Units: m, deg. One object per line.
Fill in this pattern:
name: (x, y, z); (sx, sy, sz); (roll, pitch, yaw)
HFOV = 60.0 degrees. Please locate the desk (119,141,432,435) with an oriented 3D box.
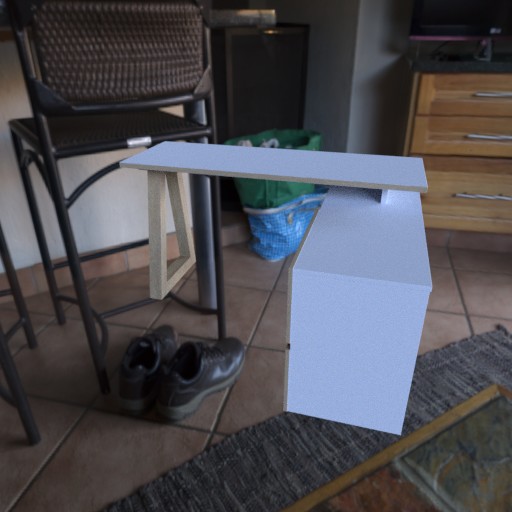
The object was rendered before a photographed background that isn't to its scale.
desk: (0.000, 0.000, 2.073); (1.404, 0.755, 1.098); (7, 27, 14)
